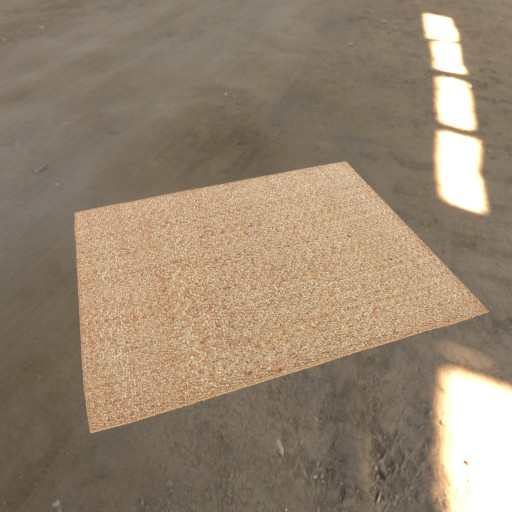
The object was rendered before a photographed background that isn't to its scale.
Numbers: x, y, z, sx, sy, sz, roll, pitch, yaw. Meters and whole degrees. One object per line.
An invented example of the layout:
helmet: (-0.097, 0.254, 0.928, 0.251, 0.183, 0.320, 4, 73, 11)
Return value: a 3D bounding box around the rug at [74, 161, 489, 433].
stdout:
rug: (0.000, 0.000, 3.950, 3.048, 0.013, 2.439, -13, 44, -14)
